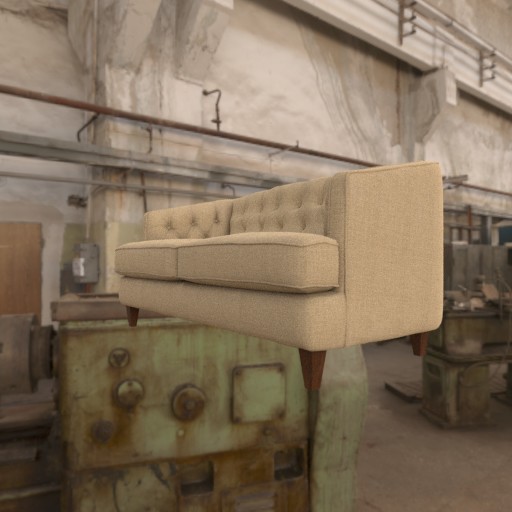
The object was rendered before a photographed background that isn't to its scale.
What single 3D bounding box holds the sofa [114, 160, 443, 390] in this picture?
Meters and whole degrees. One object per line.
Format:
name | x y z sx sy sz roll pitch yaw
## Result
sofa | 0.000 0.000 2.272 0.941 0.855 1.733 0 0 -36
